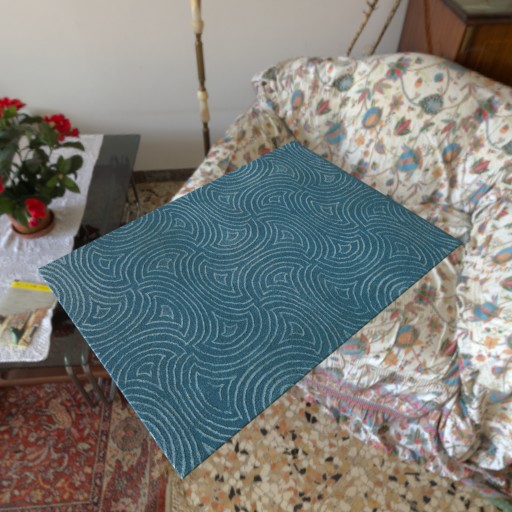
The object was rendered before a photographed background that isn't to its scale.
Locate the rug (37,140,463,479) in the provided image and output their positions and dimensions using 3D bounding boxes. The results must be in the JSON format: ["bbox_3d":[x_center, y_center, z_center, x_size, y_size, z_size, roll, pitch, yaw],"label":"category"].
[{"bbox_3d":[0.000,0.000,2.741,2.144,0.015,1.543,-32,55,-26],"label":"rug"}]
